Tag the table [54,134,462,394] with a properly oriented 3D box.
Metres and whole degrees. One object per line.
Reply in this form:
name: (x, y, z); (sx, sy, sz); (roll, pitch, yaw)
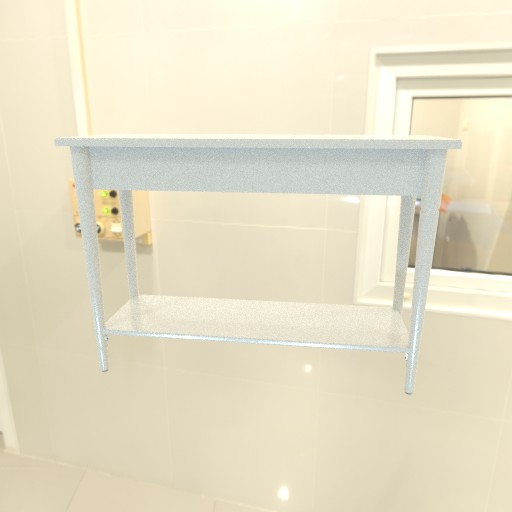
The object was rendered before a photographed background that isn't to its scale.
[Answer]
table: (0.000, 0.000, 1.437); (1.067, 0.749, 0.381); (2, 17, 7)
